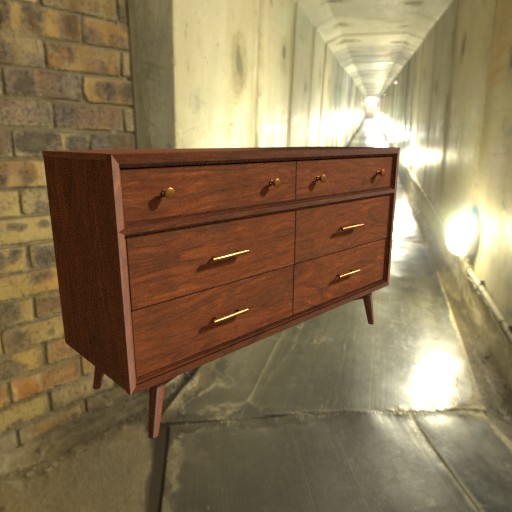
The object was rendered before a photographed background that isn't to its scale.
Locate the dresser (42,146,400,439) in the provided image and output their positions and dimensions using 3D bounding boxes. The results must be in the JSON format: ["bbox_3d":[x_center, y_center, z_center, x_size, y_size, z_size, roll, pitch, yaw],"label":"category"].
[{"bbox_3d":[0.000,0.000,1.891,1.472,0.889,0.500,-14,20,-42],"label":"dresser"}]
